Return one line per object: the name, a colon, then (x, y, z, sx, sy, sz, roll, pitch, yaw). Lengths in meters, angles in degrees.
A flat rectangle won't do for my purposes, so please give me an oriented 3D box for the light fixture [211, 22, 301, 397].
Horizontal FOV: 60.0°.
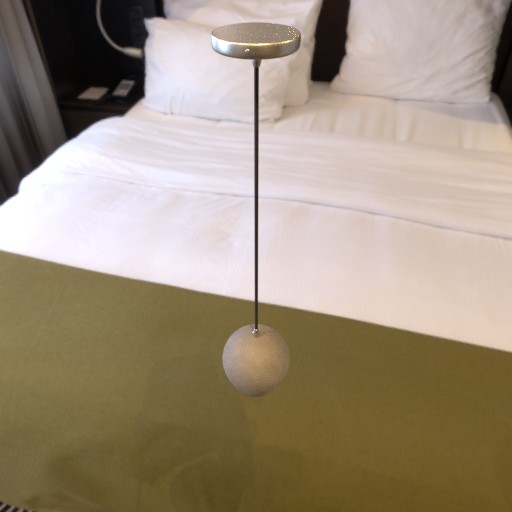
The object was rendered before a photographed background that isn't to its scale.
light fixture: (0.000, 0.000, 0.824, 0.153, 0.760, 0.153, -11, 40, -13)
